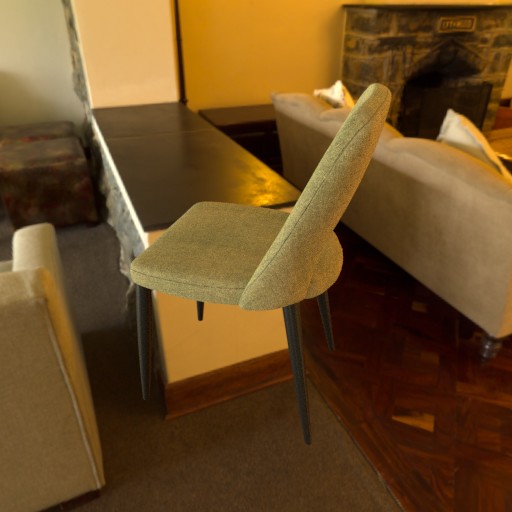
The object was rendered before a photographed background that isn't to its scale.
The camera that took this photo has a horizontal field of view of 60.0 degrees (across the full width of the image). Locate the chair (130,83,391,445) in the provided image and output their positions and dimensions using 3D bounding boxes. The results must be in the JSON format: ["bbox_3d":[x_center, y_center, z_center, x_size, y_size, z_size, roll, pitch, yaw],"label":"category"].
[{"bbox_3d":[0.000,0.000,1.264,0.612,0.931,0.470,9,32,15],"label":"chair"}]
